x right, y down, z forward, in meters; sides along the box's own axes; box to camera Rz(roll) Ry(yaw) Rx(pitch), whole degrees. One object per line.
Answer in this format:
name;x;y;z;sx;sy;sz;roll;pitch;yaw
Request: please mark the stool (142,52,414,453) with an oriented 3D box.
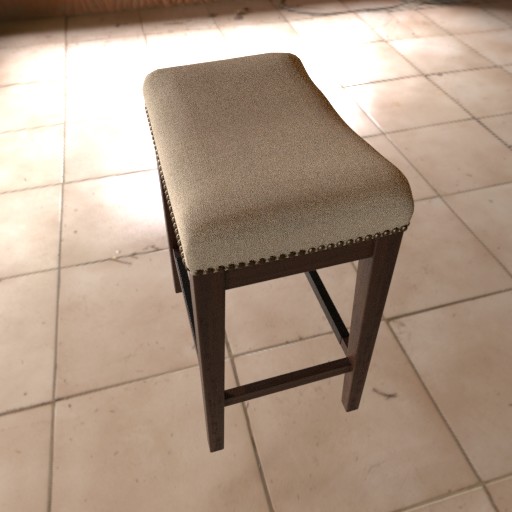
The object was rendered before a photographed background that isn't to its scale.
stool;0.000;0.000;0.958;0.363;0.669;0.509;-12;47;-11
